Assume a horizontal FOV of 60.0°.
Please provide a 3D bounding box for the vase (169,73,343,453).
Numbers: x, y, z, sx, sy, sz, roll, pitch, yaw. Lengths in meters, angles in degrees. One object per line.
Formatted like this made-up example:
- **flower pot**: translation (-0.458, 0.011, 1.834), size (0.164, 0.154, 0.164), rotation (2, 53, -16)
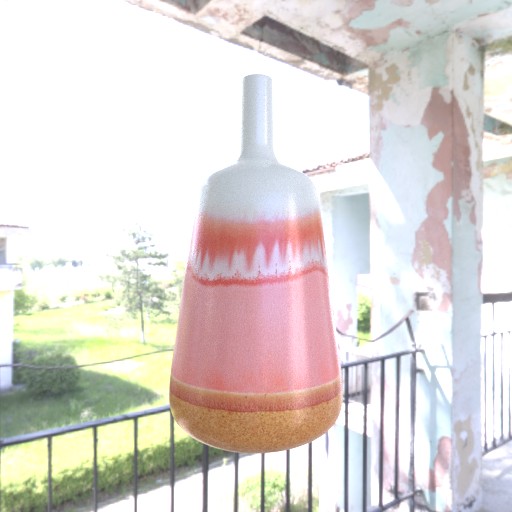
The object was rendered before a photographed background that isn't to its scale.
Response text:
- **vase**: translation (0.000, 0.000, 0.374), size (0.144, 0.296, 0.144), rotation (0, 0, 0)
